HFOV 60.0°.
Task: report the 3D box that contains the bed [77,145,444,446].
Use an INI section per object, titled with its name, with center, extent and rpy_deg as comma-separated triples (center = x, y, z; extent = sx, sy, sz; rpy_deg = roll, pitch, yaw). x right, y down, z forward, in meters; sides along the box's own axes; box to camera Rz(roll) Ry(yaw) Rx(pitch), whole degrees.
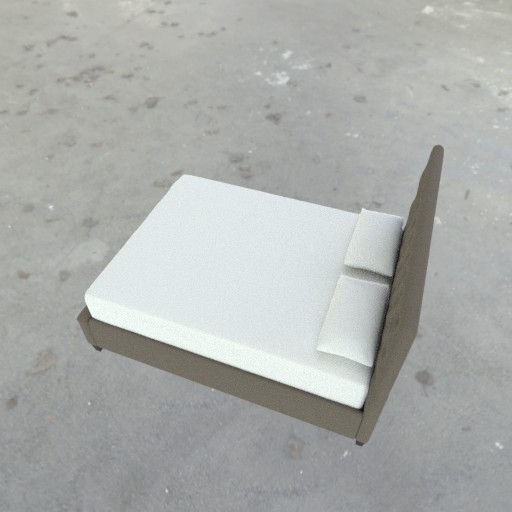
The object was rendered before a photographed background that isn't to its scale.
[bed]
center = 0.000, 0.000, 3.350
extent = 2.233, 1.426, 1.696
rpy_deg = 15, 48, 14
